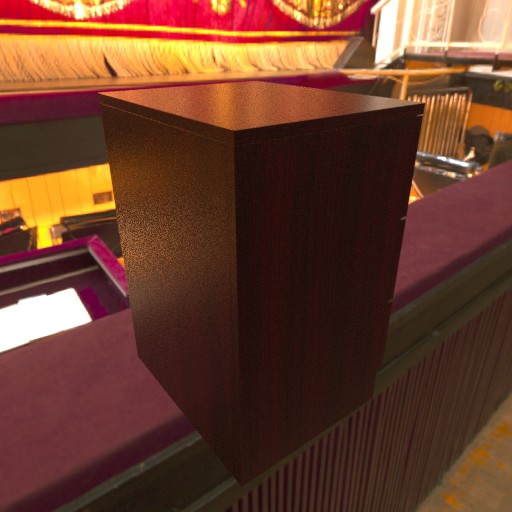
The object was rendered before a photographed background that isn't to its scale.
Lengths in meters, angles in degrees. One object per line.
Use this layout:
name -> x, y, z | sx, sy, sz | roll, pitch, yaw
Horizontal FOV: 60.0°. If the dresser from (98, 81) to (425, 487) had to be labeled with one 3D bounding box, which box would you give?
dresser -> 0.000, 0.000, 0.822 | 0.360, 0.560, 0.400 | -19, 32, -33
